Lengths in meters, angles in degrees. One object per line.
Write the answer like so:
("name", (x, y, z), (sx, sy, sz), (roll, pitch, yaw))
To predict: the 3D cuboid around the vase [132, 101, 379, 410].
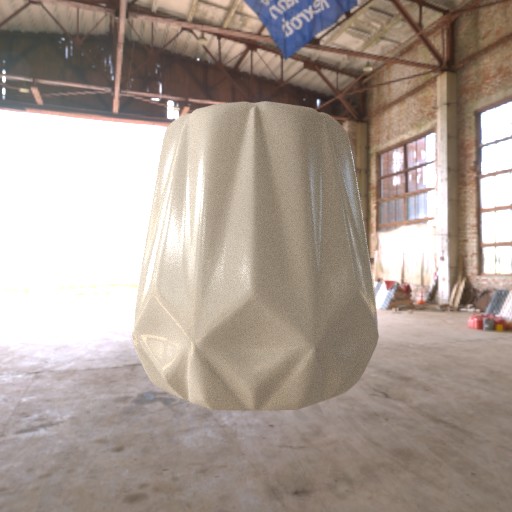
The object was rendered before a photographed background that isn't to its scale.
("vase", (0.000, 0.000, 0.265), (0.141, 0.152, 0.141), (0, -1, 0))
